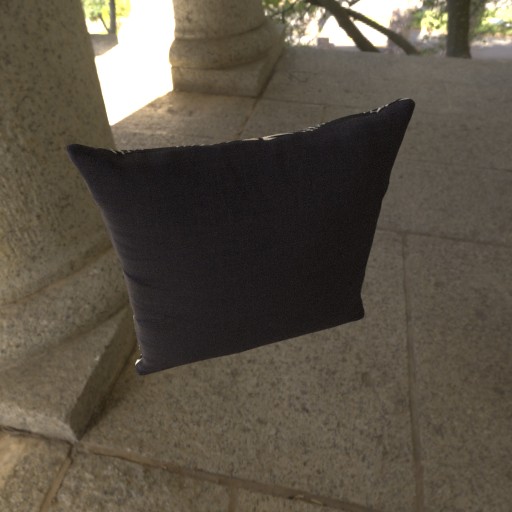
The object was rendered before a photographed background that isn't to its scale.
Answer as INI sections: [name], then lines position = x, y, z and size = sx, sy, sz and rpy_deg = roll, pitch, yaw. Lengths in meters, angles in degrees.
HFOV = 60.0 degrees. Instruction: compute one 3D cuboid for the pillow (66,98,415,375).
[pillow]
position = 0.000, 0.000, 0.667
size = 0.432, 0.432, 0.139
rpy_deg = -12, 44, -13
